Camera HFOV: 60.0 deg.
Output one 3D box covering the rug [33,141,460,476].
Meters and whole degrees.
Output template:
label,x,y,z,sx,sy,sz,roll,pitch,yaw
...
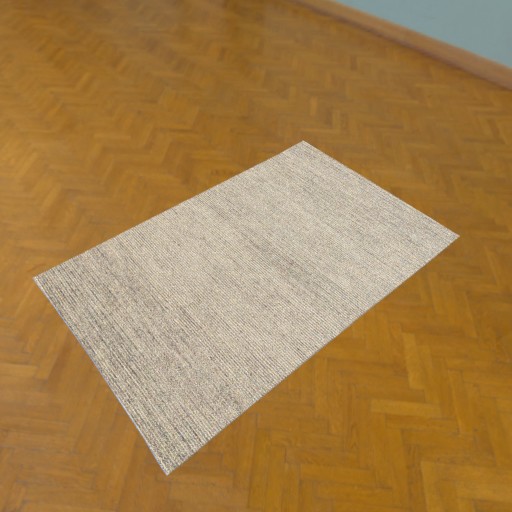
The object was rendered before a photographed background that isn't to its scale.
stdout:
label,x,y,z,sx,sy,sz,roll,pitch,yaw
rug,0.000,0.000,2.203,1.804,0.022,1.162,-32,55,-26
